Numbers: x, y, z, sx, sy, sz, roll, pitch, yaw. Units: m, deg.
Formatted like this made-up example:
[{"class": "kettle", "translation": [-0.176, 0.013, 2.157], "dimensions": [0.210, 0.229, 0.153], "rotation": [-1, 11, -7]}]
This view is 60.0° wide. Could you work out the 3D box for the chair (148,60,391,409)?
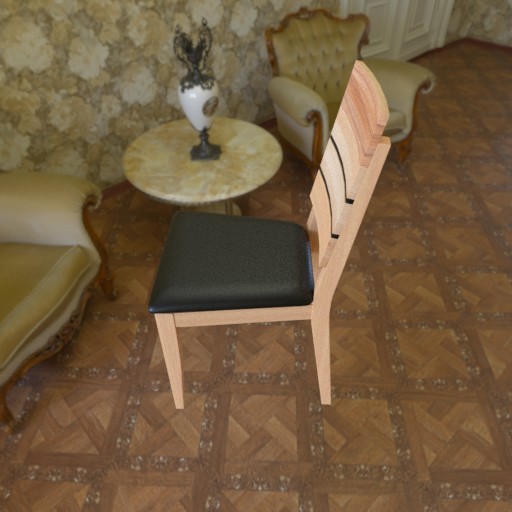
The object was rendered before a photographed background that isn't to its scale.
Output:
[{"class": "chair", "translation": [0.000, 0.000, 1.215], "dimensions": [0.520, 0.940, 0.410], "rotation": [1, 41, 1]}]
